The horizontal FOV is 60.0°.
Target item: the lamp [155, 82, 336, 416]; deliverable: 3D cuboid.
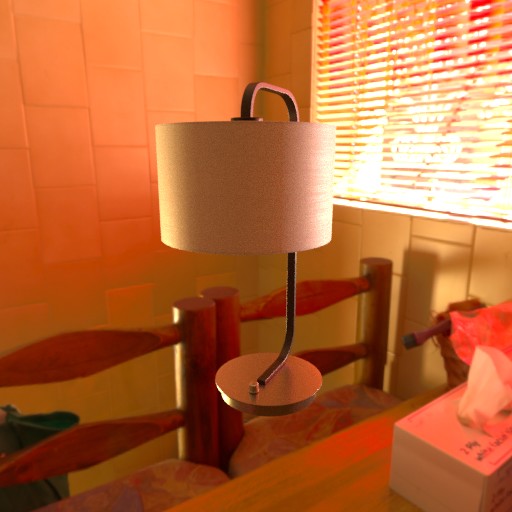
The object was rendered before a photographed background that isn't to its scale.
[{"bbox_3d":[0.000,0.000,0.639,0.230,0.473,0.288,7,15,26],"label":"lamp"}]
